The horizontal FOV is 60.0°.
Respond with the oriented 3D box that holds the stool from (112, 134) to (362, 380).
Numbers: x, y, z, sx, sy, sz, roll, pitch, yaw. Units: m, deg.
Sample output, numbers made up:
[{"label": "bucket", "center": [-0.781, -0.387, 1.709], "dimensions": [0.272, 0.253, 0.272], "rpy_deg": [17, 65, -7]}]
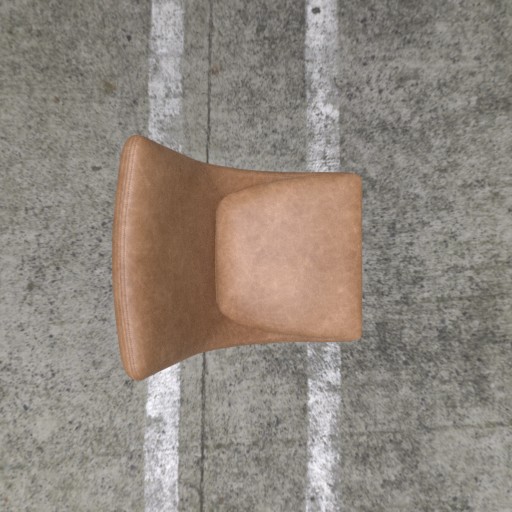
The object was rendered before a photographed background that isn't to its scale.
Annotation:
[{"label": "stool", "center": [0.000, 0.000, 1.360], "dimensions": [0.572, 1.079, 0.487], "rpy_deg": [0, 90, -1]}]
